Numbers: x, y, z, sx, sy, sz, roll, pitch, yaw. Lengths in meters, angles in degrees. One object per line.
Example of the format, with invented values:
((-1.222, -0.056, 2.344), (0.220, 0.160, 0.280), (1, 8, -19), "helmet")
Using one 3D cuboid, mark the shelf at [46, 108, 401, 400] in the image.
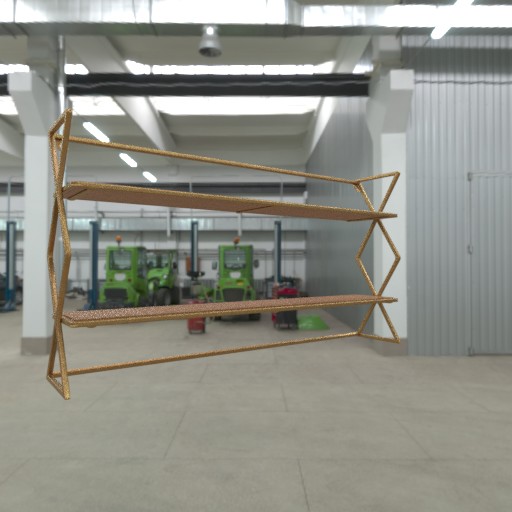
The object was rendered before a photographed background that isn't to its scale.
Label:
((0.000, 0.000, 0.979), (0.822, 0.450, 0.150), (1, -1, -35), "shelf")
